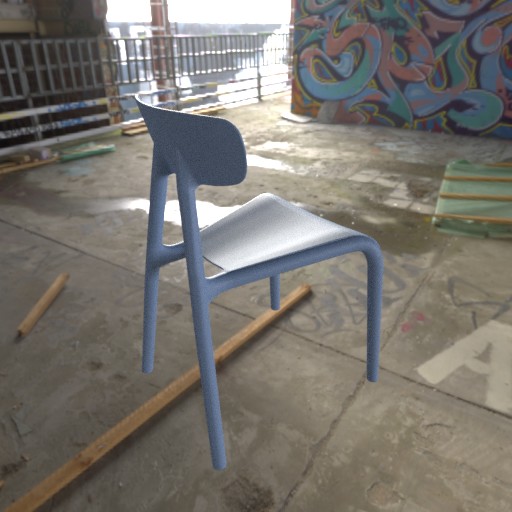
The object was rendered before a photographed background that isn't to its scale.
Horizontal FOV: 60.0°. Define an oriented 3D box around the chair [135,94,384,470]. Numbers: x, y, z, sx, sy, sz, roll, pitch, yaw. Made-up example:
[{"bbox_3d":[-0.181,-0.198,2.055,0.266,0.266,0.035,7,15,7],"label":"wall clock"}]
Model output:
[{"bbox_3d":[0.000,0.000,0.839,0.401,0.580,0.356,-19,33,-32],"label":"chair"}]
